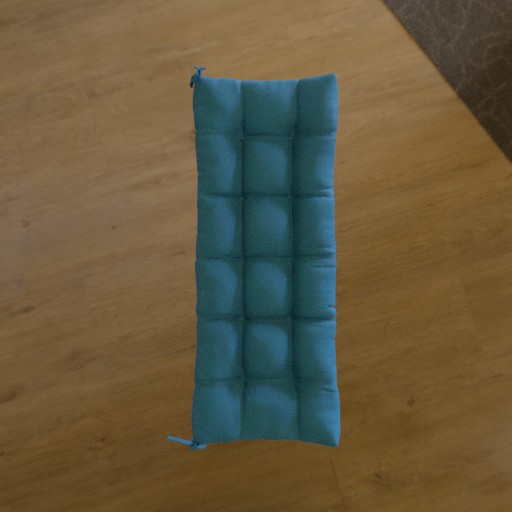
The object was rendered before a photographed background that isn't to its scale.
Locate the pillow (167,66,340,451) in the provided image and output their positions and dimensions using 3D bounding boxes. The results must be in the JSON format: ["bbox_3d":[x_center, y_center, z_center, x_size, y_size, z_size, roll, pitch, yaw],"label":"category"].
[{"bbox_3d":[0.000,0.000,1.354,0.511,0.174,1.194,0,88,0],"label":"pillow"}]
